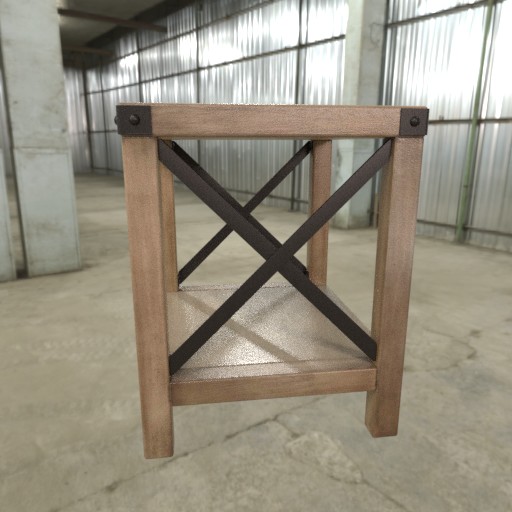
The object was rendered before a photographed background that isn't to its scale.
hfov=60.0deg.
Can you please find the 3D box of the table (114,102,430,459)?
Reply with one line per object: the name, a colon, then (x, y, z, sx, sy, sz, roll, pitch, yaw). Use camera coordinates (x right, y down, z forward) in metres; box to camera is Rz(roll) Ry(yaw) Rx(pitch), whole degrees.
table: (0.000, 0.000, 0.923, 0.459, 0.561, 0.510, -2, 14, -8)
